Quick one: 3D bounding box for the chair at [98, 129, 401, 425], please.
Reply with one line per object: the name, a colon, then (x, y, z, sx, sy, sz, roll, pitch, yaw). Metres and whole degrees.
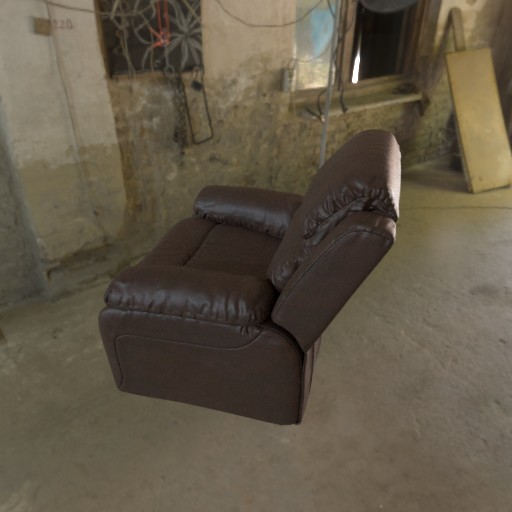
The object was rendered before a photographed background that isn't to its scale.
chair: (0.000, 0.000, 1.265, 0.707, 0.702, 0.680, 9, 33, 14)
